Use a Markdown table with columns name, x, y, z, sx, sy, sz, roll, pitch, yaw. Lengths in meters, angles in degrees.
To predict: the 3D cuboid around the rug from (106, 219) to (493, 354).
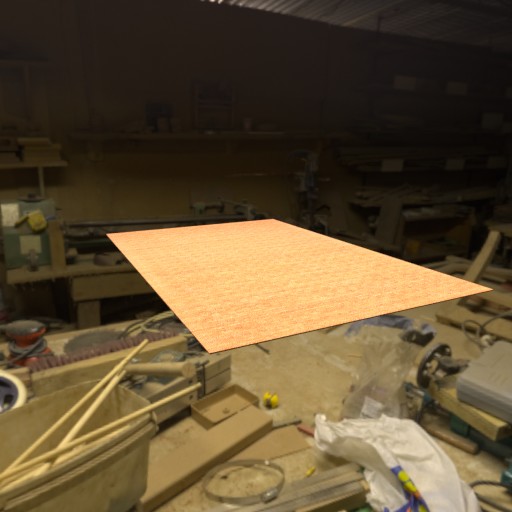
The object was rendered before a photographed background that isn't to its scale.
| name | x | y | z | sx | sy | sz | roll | pitch | yaw |
| --- | --- | --- | --- | --- | --- | --- | --- | --- | --- |
| rug | 0.000 | 0.000 | 2.887 | 1.524 | 0.006 | 2.285 | -7 | 16 | -26 |
